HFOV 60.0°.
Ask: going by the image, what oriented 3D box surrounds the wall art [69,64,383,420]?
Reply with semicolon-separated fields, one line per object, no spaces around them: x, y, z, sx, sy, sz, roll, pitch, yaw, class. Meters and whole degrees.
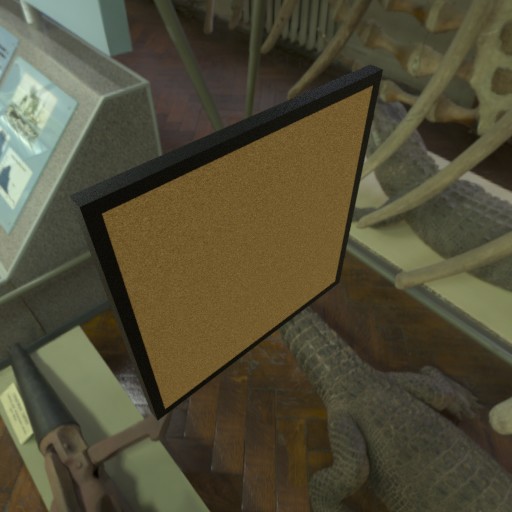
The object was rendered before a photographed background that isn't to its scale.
0.000;0.000;1.143;0.762;0.762;0.038;-32;54;-28;wall art
